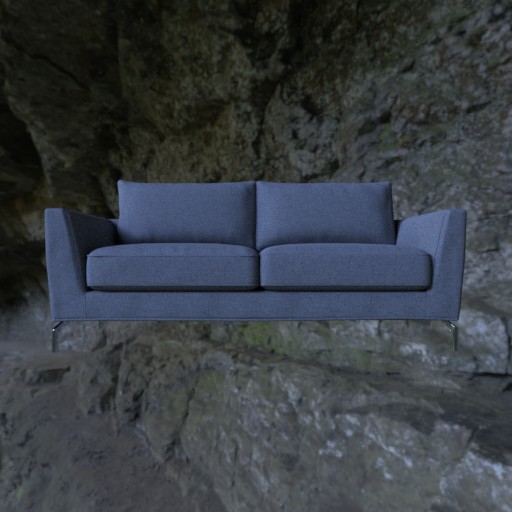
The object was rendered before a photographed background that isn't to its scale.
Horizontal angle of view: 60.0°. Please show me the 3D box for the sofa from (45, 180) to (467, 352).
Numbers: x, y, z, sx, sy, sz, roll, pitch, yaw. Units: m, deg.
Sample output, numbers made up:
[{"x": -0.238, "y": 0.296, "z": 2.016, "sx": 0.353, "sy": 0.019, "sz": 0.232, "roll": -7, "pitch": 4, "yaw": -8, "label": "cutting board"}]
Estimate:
[{"x": 0.000, "y": 0.000, "z": 2.709, "sx": 2.212, "sy": 1.002, "sz": 0.869, "roll": 0, "pitch": 0, "yaw": -1, "label": "sofa"}]
